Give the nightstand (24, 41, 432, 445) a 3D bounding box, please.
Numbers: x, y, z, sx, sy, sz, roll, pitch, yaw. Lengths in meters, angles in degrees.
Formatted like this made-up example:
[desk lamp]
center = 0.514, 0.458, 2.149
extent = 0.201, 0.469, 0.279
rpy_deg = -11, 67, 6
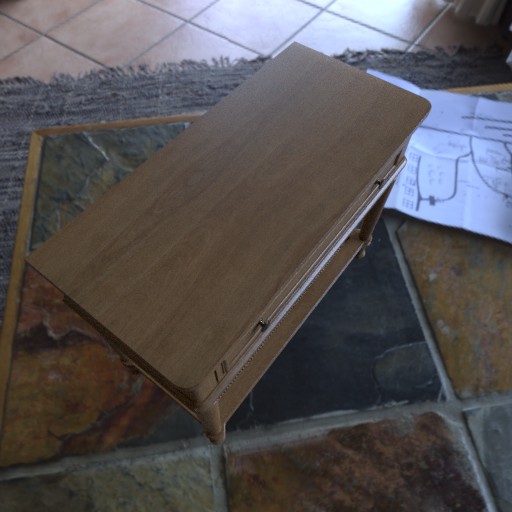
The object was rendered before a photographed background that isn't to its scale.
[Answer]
[nightstand]
center = 0.000, 0.000, 1.277
extent = 0.432, 0.700, 0.914
rpy_deg = 33, 63, 19
